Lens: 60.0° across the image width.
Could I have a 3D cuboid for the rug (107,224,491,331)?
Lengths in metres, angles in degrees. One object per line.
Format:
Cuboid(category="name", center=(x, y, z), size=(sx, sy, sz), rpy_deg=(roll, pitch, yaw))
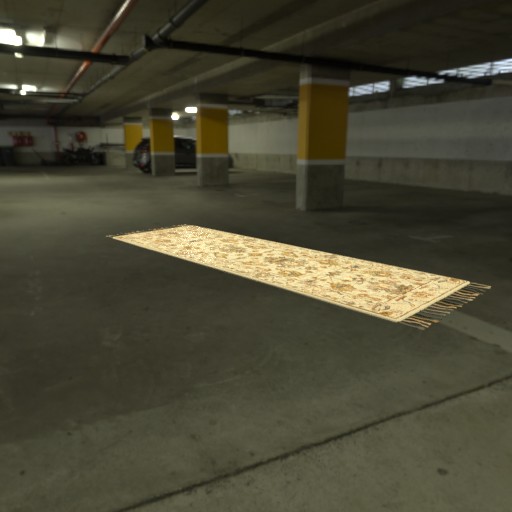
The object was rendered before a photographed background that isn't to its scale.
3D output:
Cuboid(category="rug", center=(0.000, 0.000, 2.669), size=(0.729, 0.021, 2.438), rpy_deg=(-13, 19, -43))
